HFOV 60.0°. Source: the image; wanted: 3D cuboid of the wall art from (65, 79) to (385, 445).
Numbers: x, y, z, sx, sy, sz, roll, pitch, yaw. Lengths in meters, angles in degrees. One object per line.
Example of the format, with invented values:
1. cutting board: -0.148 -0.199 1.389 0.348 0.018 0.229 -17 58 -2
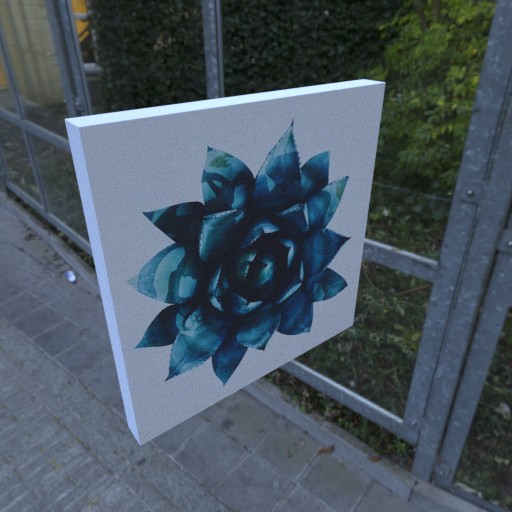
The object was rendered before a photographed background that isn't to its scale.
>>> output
1. wall art: 0.000 0.000 0.594 0.406 0.406 0.038 -21 35 -32
